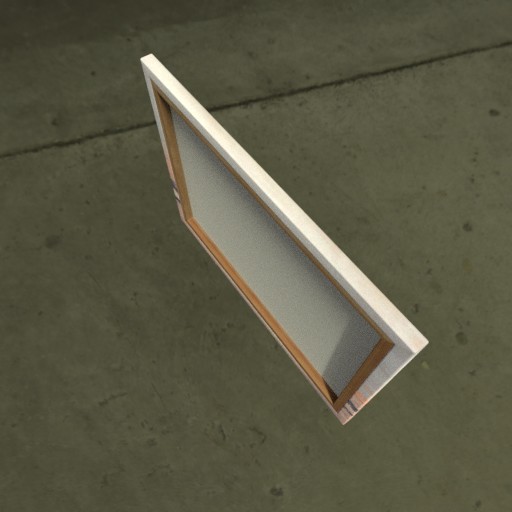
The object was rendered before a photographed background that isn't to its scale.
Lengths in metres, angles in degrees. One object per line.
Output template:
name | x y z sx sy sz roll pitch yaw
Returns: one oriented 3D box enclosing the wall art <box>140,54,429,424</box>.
wall art | 0.000 0.000 1.331 0.038 0.763 1.015 -32 65 -17
